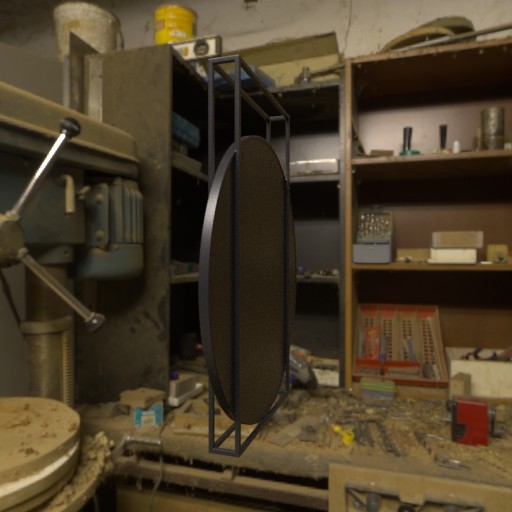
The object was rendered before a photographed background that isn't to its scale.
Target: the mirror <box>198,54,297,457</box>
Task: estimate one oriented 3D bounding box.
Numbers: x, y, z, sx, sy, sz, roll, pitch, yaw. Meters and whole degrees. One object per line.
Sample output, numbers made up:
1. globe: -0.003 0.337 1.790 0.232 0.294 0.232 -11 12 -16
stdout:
1. mirror: 0.000 0.000 0.820 0.051 0.603 0.508 0 0 18
